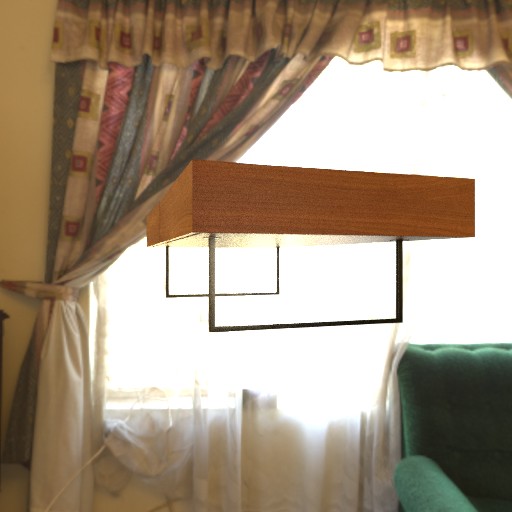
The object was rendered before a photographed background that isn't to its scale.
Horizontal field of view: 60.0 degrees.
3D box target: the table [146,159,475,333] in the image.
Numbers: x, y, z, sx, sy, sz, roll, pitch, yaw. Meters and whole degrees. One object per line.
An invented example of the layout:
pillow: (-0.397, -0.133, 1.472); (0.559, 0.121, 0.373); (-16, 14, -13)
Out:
table: (0.000, 0.000, 1.428); (0.610, 0.330, 1.194); (0, 0, -18)
